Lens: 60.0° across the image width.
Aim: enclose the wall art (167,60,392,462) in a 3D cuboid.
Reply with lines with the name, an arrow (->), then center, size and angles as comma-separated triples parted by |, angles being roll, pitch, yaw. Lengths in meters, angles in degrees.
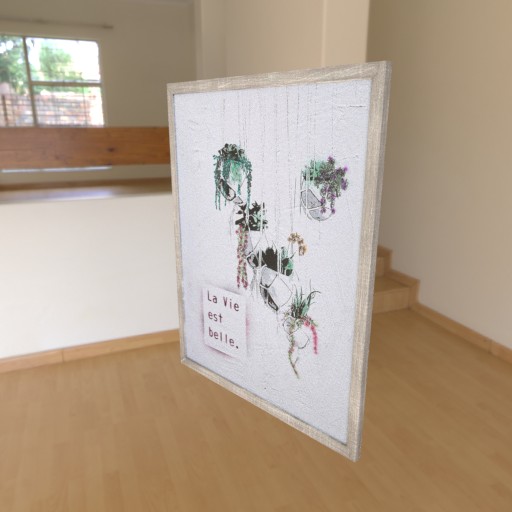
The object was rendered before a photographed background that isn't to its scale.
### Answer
wall art -> 0.000, 0.000, 1.346 | 0.781, 1.022, 0.035 | 15, 22, 41
